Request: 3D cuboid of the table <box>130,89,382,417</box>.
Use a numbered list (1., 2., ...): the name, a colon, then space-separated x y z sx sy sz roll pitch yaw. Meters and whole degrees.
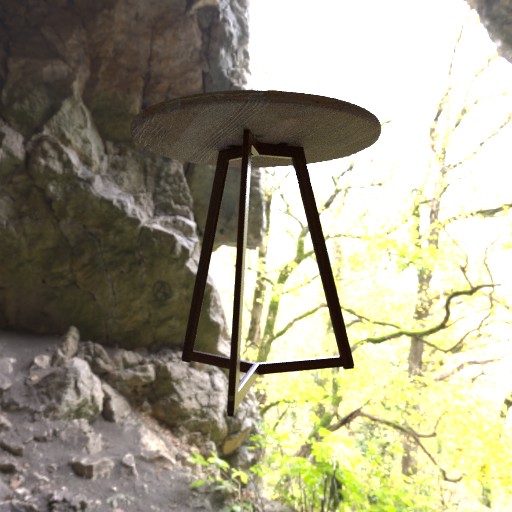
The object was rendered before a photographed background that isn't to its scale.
1. table: 0.000 0.000 0.916 0.500 0.500 0.500 0 0 0
